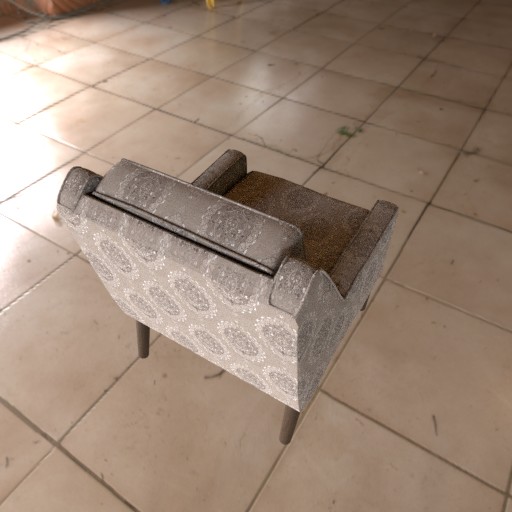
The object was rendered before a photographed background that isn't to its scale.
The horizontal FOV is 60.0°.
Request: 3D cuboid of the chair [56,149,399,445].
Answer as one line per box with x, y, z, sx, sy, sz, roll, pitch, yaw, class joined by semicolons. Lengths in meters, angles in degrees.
0.000;0.000;1.367;0.665;0.797;0.750;24;50;22;chair
